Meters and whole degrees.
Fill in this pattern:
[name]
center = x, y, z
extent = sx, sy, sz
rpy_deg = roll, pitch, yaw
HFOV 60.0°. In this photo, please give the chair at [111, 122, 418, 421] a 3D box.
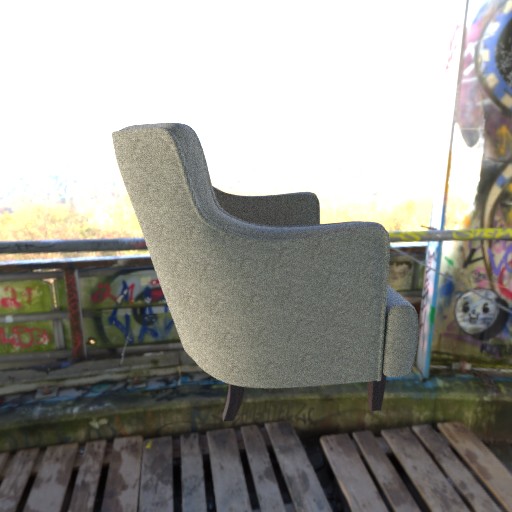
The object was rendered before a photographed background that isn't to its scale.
[chair]
center = 0.000, 0.000, 1.636
extent = 0.910, 0.920, 0.820
rpy_deg = -2, 16, -8
